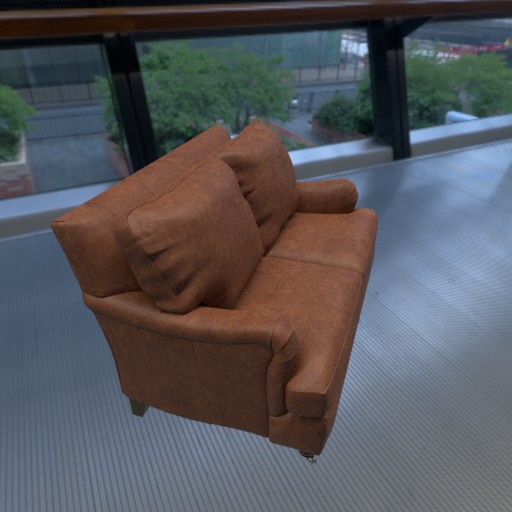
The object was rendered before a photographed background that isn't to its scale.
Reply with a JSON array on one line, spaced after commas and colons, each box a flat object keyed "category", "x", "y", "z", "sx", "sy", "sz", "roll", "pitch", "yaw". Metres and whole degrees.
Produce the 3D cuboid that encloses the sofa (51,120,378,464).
[{"category": "sofa", "x": 0.000, "y": 0.000, "z": 2.198, "sx": 1.077, "sy": 1.004, "sz": 1.527, "roll": 10, "pitch": 32, "yaw": 17}]
